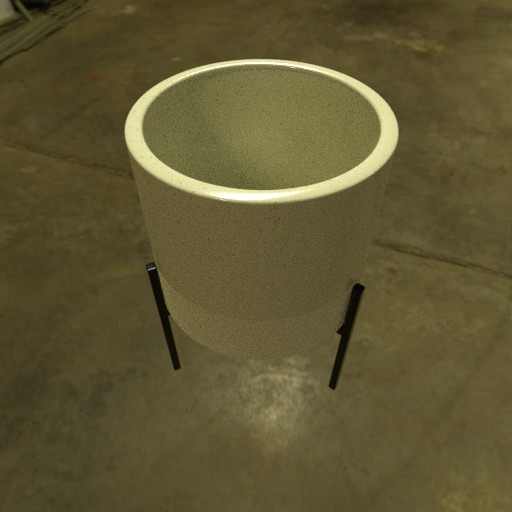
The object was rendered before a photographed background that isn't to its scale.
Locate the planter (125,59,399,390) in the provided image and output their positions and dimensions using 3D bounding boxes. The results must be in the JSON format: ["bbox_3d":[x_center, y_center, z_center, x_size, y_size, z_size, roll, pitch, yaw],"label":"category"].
[{"bbox_3d":[0.000,0.000,0.333,0.159,0.230,0.152,-16,49,-15],"label":"planter"}]
